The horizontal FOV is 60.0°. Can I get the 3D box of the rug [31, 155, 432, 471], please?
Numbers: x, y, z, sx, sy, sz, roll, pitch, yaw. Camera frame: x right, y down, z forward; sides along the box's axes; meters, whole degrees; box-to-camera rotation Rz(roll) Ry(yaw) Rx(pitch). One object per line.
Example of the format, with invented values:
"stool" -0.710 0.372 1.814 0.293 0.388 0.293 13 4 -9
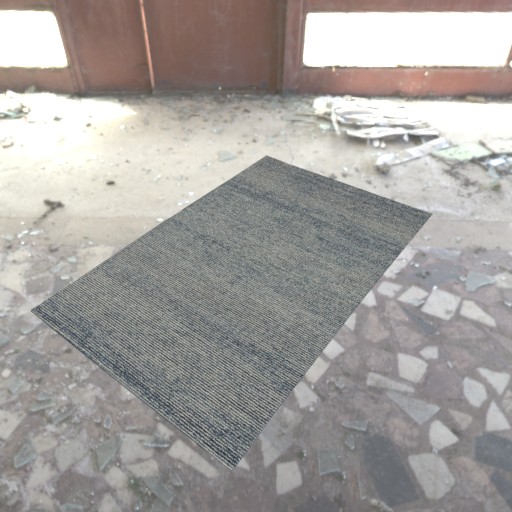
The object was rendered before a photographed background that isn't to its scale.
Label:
"rug" 0.000 0.000 2.211 1.145 0.021 1.777 26 47 27
